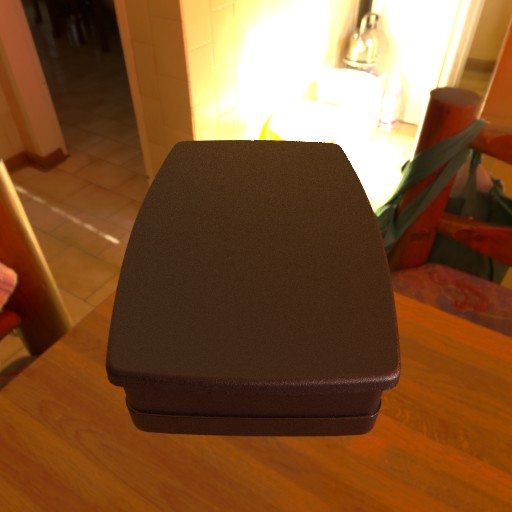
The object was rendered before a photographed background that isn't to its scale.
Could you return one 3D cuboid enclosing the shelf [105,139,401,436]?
[{"bbox_3d":[0.000,0.000,0.531,0.280,0.100,0.410,1,42,1],"label":"shelf"}]
